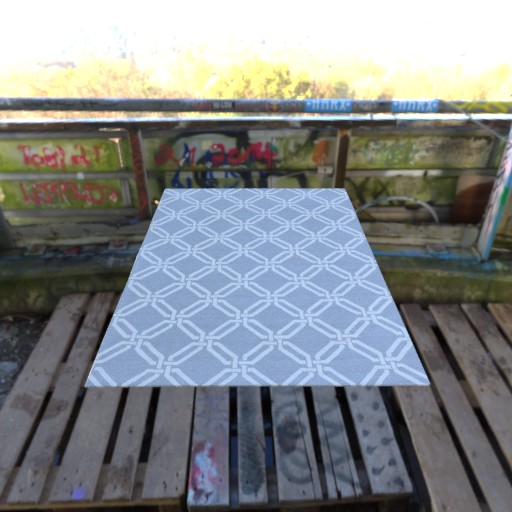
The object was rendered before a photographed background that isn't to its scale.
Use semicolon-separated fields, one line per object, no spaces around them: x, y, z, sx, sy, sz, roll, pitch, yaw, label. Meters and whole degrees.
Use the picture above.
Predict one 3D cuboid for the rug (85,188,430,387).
0.000;0.000;2.845;1.522;0.013;2.133;0;32;0;rug
